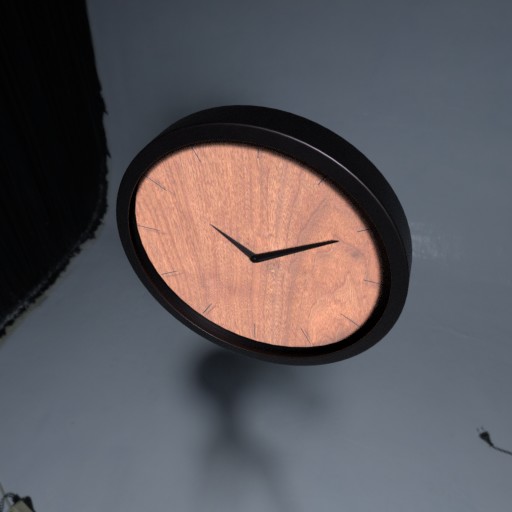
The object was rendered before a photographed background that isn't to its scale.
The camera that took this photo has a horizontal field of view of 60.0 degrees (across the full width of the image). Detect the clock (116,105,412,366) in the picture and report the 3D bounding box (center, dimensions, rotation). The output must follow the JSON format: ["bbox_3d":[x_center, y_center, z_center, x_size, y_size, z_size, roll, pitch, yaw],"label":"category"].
[{"bbox_3d":[0.000,0.000,0.474,0.314,0.314,0.040,13,43,15],"label":"clock"}]
